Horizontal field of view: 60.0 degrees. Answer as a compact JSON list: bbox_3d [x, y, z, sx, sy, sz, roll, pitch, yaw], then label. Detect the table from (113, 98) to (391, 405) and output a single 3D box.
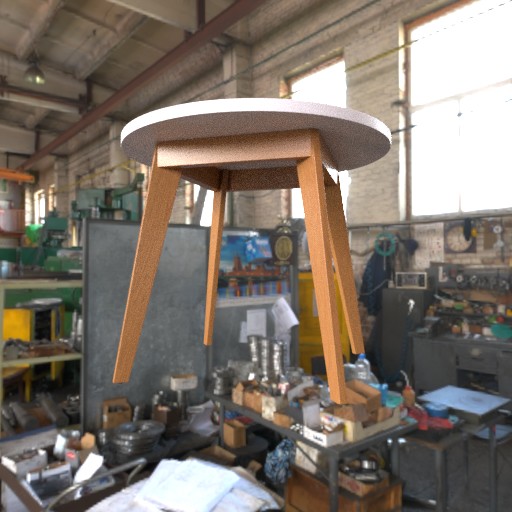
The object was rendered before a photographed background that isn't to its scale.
[{"bbox_3d":[0.000,0.000,1.530,0.896,0.762,0.896,0,-1,0],"label":"table"}]
